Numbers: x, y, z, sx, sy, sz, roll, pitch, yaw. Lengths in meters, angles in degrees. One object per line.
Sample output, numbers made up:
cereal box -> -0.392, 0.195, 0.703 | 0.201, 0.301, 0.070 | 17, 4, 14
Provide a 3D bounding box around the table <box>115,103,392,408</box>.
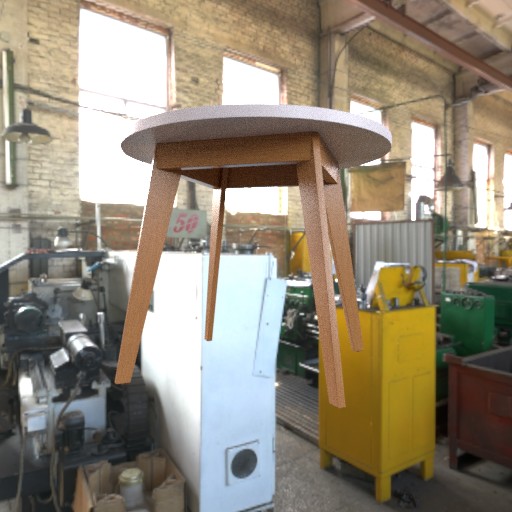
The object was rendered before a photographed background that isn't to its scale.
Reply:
table -> 0.000, 0.000, 1.536 | 0.896, 0.762, 0.896 | 0, 1, 0
